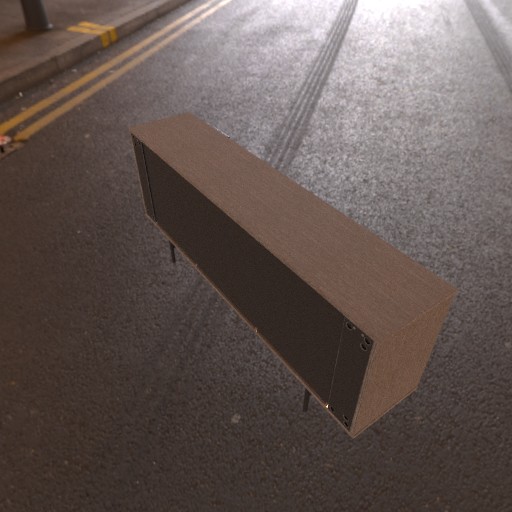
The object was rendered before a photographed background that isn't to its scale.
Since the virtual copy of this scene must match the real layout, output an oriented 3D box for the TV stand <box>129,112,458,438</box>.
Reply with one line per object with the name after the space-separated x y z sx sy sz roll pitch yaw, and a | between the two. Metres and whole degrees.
0.000 0.000 2.194 0.405 0.787 1.804 -25 46 -26 | TV stand
